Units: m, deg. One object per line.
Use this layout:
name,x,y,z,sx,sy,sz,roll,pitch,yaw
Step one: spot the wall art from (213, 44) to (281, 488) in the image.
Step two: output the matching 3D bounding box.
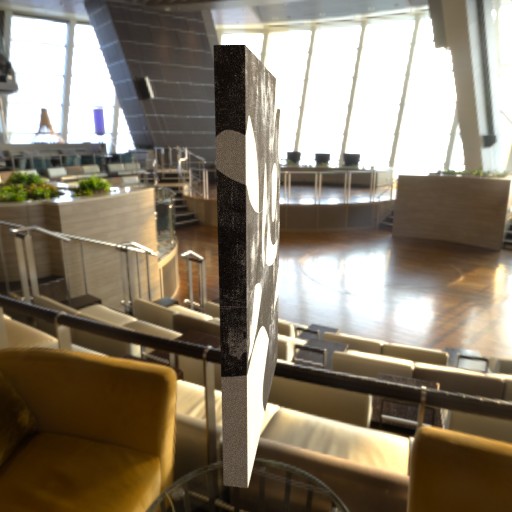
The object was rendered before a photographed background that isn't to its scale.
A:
wall art,0.000,0.000,0.780,0.039,0.610,0.407,2,15,9
